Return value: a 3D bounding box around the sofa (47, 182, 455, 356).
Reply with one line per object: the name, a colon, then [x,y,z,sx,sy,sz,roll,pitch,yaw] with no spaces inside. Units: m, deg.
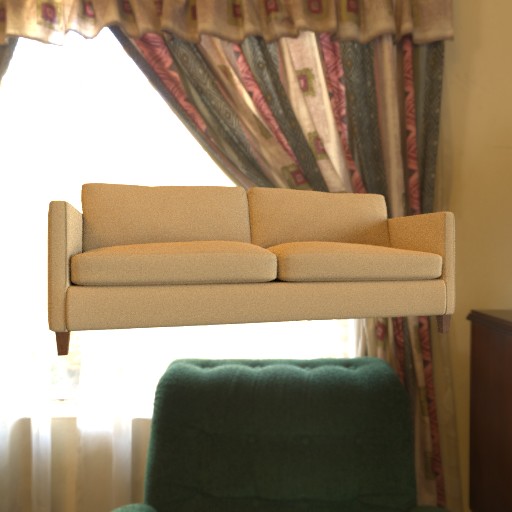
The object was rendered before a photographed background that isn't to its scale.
sofa: [0.000,0.000,2.879,2.361,0.968,0.951,0,0,-16]
